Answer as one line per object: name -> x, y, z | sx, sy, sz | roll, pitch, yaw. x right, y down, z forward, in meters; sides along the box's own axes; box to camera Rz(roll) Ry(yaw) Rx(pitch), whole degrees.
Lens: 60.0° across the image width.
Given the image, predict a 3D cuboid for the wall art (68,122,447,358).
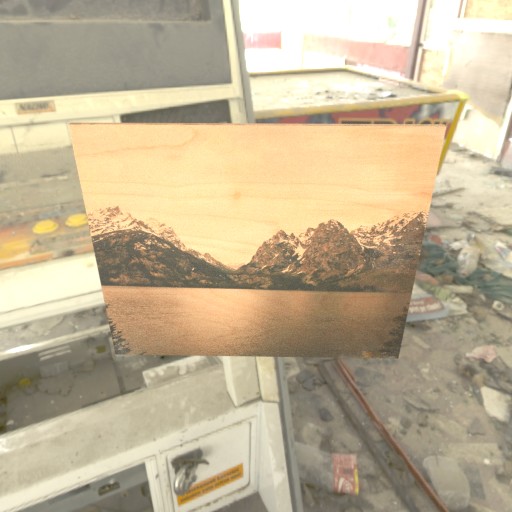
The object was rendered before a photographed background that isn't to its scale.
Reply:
wall art -> 0.000, 0.000, 0.699 | 0.508, 0.408, 0.010 | 1, 29, 1
